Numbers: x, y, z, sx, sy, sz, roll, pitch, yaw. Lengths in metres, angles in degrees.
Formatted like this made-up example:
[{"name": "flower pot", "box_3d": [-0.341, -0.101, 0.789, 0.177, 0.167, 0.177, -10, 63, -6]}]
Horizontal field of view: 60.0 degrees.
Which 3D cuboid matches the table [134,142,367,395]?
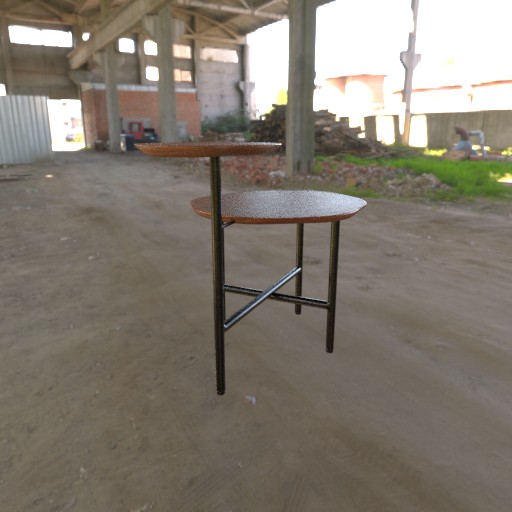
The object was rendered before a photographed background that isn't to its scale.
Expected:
[{"name": "table", "box_3d": [0.000, 0.000, 1.079, 0.442, 0.538, 0.759, 7, 17, 25]}]
